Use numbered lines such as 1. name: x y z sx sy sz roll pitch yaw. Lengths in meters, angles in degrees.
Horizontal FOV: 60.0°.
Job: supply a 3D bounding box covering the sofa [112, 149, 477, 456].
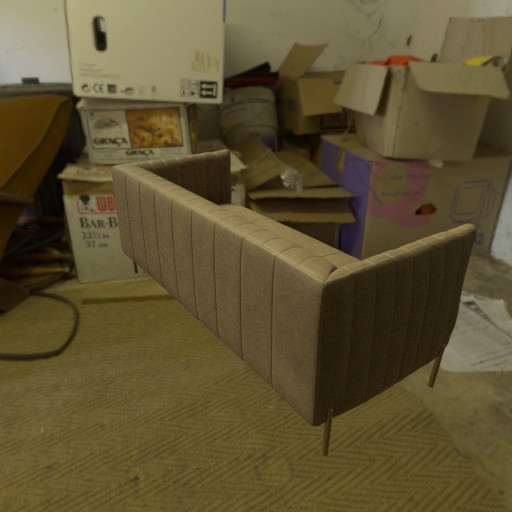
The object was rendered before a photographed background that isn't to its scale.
1. sofa: 0.000 0.000 2.431 0.876 0.779 1.980 -17 30 -32
